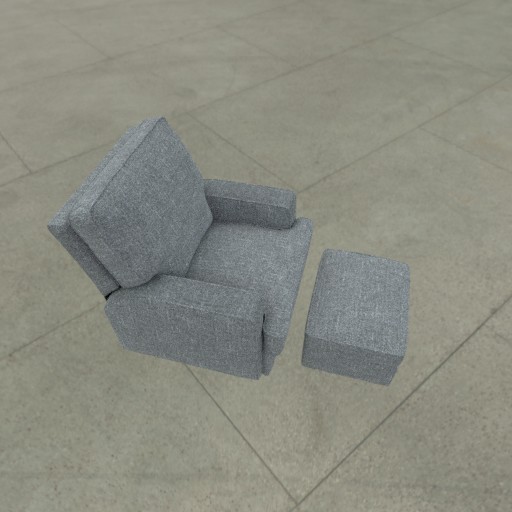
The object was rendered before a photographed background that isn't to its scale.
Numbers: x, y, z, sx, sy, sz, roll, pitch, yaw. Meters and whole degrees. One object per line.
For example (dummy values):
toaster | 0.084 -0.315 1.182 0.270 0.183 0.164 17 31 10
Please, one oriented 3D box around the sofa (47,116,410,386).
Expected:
sofa | 0.000 0.000 2.076 1.472 0.959 0.861 11 48 10
